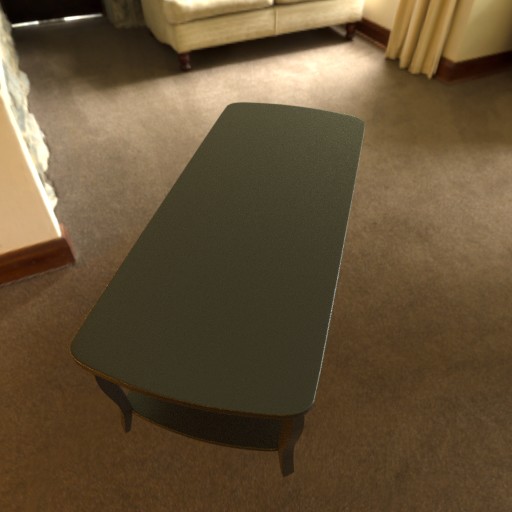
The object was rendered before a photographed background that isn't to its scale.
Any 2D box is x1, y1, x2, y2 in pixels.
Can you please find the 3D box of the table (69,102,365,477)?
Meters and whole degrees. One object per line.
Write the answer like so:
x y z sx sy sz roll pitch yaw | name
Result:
0.000 0.000 1.532 0.571 0.457 1.333 11 46 10 | table
